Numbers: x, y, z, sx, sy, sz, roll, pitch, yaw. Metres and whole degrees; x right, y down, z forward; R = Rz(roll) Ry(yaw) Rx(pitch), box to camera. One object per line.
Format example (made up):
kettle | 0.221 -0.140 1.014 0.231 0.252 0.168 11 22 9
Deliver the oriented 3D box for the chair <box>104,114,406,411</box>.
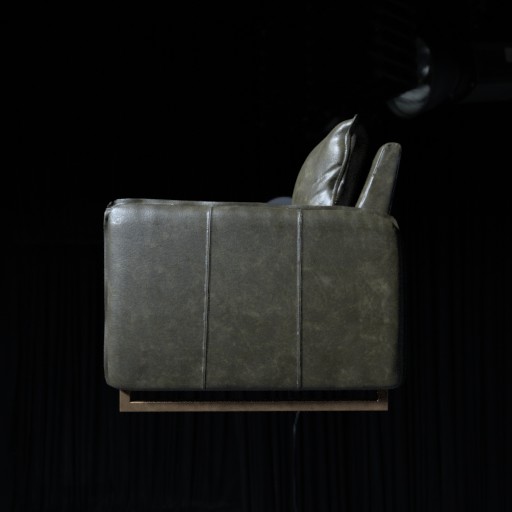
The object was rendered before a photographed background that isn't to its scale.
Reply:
chair | 0.000 0.000 1.671 0.921 0.921 0.830 0 0 -1
